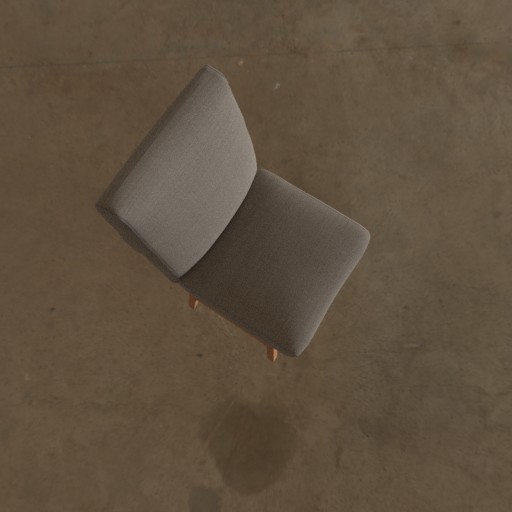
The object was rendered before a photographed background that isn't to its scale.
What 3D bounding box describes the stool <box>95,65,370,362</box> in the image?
[{"bbox_3d":[0.000,0.000,1.460,0.570,1.112,0.483,32,78,8],"label":"stool"}]
